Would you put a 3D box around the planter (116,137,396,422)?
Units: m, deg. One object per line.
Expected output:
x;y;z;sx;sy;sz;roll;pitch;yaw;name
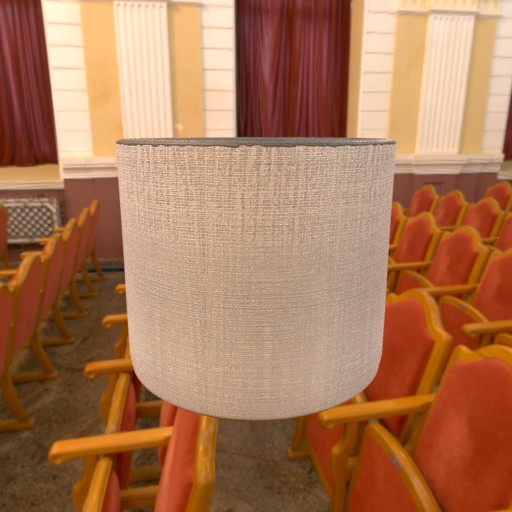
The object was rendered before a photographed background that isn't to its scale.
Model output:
0.000;0.000;0.218;0.125;0.112;0.125;0;15;0;planter
